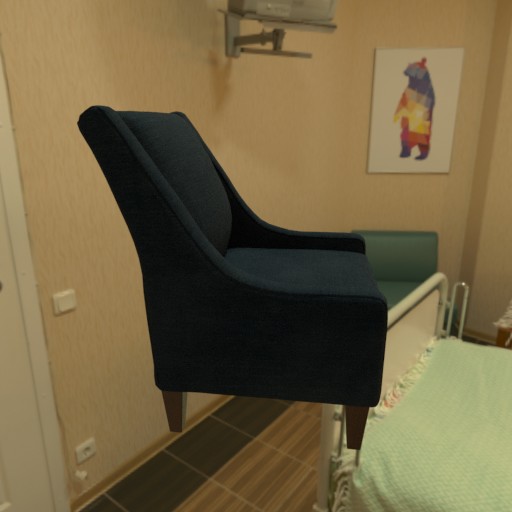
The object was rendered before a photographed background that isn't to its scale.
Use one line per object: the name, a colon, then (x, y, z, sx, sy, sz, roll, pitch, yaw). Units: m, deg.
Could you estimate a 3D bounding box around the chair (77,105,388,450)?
chair: (0.000, 0.000, 1.606, 0.870, 1.014, 0.774, 2, 17, 8)
